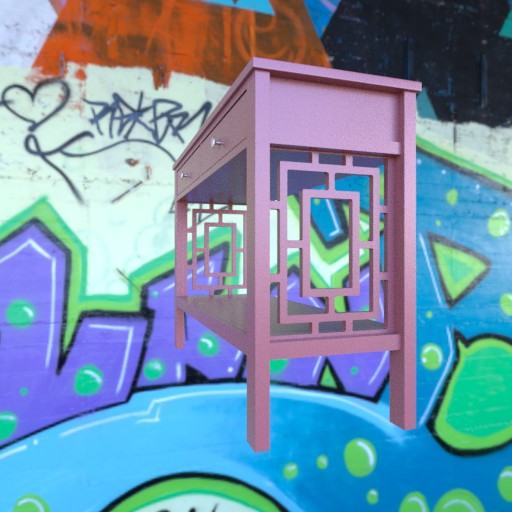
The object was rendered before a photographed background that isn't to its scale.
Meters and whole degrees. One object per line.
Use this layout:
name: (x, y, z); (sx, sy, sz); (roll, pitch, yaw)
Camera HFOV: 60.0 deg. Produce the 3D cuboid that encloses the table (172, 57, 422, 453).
table: (0.000, 0.000, 1.402); (0.397, 0.753, 1.068); (0, 0, -19)
